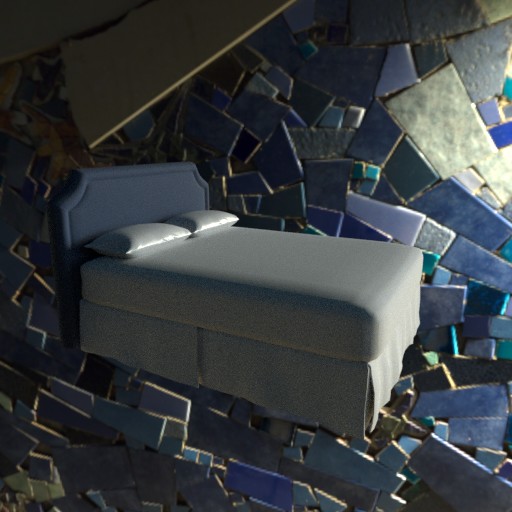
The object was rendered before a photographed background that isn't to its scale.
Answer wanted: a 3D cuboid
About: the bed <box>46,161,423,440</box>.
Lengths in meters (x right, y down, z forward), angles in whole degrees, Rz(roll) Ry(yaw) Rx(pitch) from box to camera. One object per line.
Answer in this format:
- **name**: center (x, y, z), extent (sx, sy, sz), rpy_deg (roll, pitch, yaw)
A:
- **bed**: center (0.000, 0.000, 3.331), extent (2.260, 1.297, 1.831), rpy_deg (7, 16, 27)
